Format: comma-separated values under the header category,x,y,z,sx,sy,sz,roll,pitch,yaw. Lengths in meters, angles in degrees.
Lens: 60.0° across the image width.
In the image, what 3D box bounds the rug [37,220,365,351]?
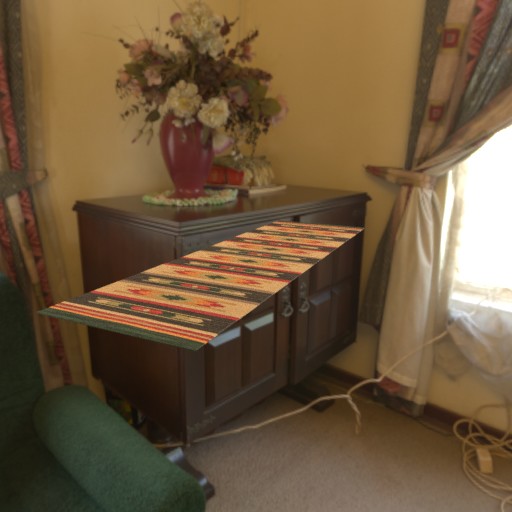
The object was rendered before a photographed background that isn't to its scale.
category,x,y,z,sx,sy,sz,roll,pitch,yaw
rug,0.000,0.000,2.671,0.760,0.009,2.440,7,16,25
